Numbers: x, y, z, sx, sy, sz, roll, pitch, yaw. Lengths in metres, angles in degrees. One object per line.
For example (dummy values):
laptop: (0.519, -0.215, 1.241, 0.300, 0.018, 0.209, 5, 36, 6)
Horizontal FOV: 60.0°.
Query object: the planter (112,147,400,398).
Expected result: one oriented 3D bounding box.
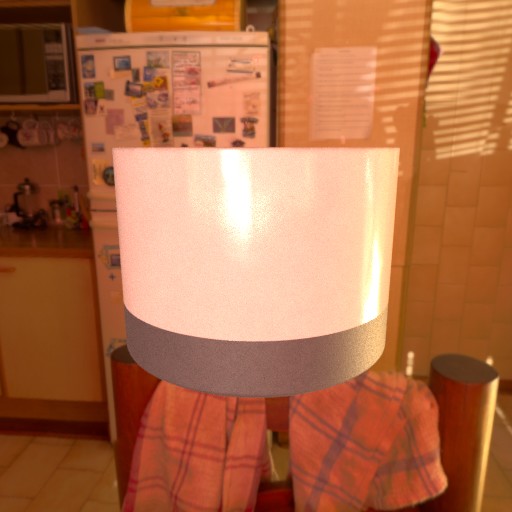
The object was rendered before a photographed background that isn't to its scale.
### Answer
planter: (0.000, 0.000, 0.220, 0.128, 0.105, 0.128, 0, 14, 0)
